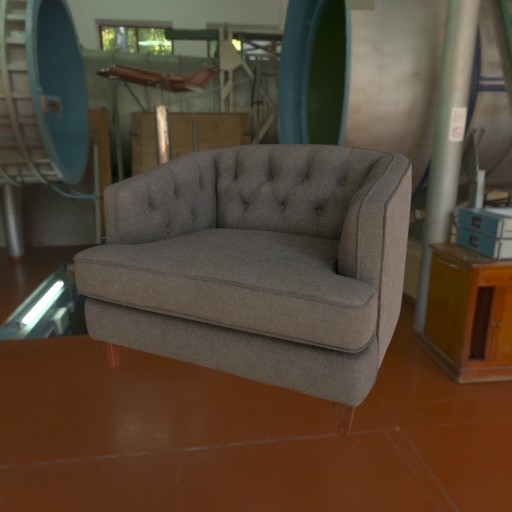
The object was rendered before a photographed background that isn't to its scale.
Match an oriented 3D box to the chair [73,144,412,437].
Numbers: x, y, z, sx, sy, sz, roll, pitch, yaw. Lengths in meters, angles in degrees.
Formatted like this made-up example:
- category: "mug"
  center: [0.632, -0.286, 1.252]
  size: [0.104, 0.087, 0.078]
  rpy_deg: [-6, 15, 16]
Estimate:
- category: "chair"
  center: [0.000, 0.000, 1.777]
  size: [1.104, 0.852, 0.941]
  rpy_deg: [7, 17, 25]
